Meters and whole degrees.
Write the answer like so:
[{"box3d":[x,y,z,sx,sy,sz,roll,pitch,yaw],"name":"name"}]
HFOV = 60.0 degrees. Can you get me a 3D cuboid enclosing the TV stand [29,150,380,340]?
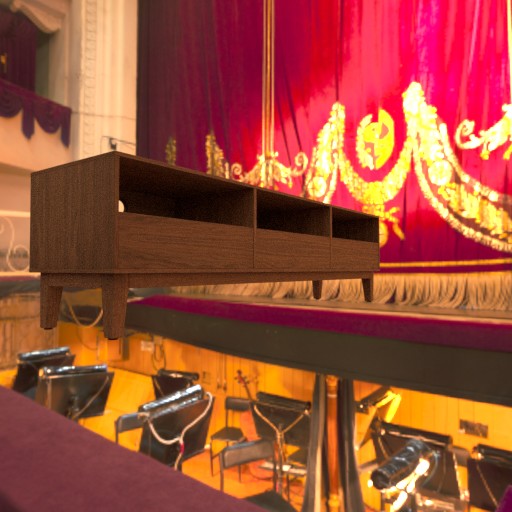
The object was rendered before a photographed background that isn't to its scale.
[{"box3d":[0.000,0.000,1.640,0.366,0.409,1.482,-1,-2,37],"name":"TV stand"}]
